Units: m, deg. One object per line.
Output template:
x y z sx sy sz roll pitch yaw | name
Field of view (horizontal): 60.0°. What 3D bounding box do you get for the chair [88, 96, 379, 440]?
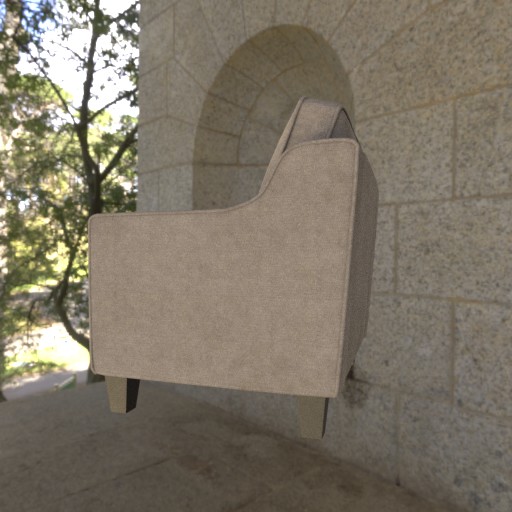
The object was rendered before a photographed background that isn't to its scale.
0.000 0.000 1.642 0.840 0.944 0.926 0 1 18 | chair
